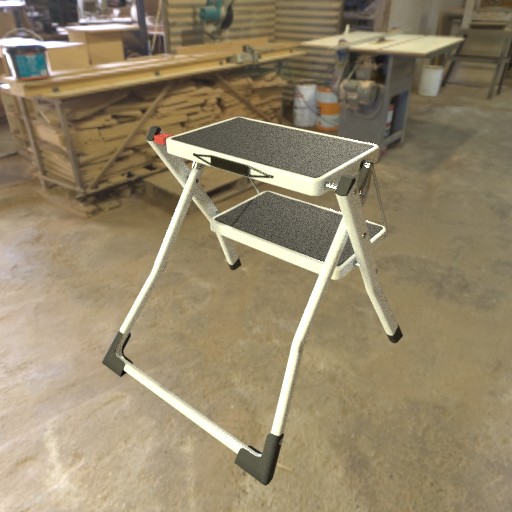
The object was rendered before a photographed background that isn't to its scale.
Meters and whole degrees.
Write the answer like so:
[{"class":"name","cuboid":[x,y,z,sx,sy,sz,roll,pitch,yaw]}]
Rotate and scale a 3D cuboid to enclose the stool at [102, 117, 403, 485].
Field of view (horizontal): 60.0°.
[{"class":"stool","cuboid":[0.000,0.000,0.847,0.485,0.445,0.490,22,38,32]}]
